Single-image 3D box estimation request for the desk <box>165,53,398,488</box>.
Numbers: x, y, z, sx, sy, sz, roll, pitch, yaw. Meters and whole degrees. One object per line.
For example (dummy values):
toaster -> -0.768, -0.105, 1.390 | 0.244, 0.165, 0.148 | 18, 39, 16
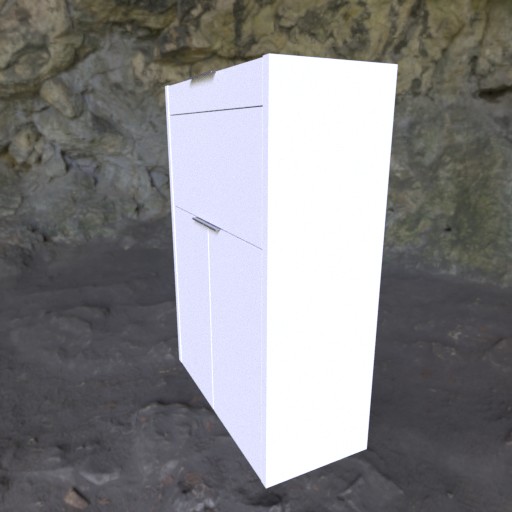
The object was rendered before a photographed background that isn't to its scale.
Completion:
desk -> 0.000, 0.000, 1.583 | 0.390, 1.190, 0.850 | -8, 18, -25
